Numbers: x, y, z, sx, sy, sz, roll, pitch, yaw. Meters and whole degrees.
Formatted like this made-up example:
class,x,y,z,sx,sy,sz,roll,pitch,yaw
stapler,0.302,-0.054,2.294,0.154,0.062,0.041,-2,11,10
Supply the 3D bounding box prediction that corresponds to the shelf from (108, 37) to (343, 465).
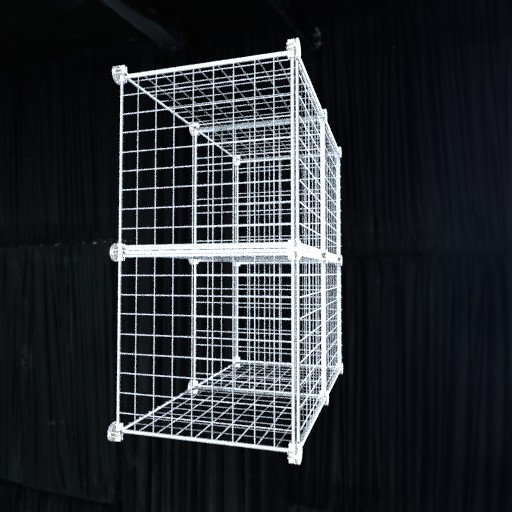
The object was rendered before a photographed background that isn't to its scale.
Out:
class,x,y,z,sx,sy,sz,roll,pitch,yaw
shelf,0.000,0.000,1.116,0.356,0.711,0.711,-1,-2,17
